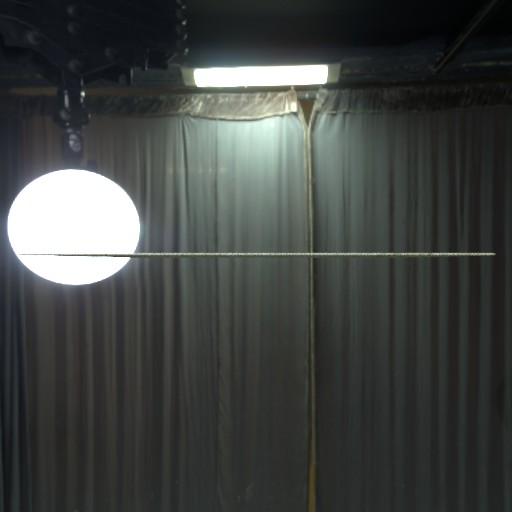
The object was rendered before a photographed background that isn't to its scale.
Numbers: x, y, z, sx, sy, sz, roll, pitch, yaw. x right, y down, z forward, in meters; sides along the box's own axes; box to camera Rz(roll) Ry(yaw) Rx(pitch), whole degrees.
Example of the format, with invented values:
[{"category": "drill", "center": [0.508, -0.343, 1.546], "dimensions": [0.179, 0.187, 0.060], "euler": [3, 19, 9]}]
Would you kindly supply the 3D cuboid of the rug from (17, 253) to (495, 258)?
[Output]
[{"category": "rug", "center": [0.000, 0.000, 2.181], "dimensions": [1.758, 0.010, 1.143], "euler": [0, -1, 0]}]
